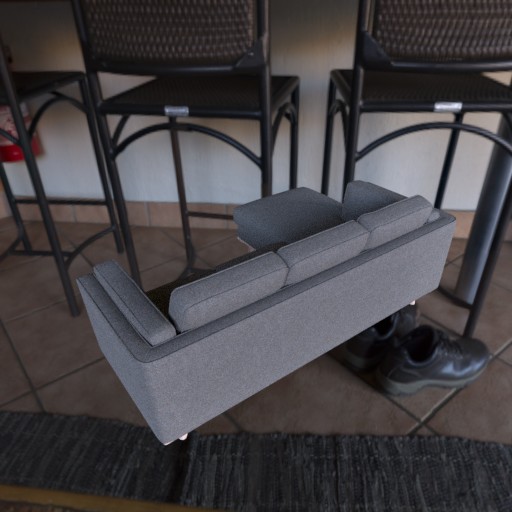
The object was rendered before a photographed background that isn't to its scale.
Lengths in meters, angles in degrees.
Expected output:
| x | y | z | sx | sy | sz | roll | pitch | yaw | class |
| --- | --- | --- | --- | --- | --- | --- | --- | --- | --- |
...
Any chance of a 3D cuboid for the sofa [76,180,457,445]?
| x | y | z | sx | sy | sz | roll | pitch | yaw | class |
| --- | --- | --- | --- | --- | --- | --- | --- | --- | --- |
| 0.000 | 0.000 | 3.173 | 2.411 | 0.929 | 1.604 | -21 | 37 | -31 | sofa |
